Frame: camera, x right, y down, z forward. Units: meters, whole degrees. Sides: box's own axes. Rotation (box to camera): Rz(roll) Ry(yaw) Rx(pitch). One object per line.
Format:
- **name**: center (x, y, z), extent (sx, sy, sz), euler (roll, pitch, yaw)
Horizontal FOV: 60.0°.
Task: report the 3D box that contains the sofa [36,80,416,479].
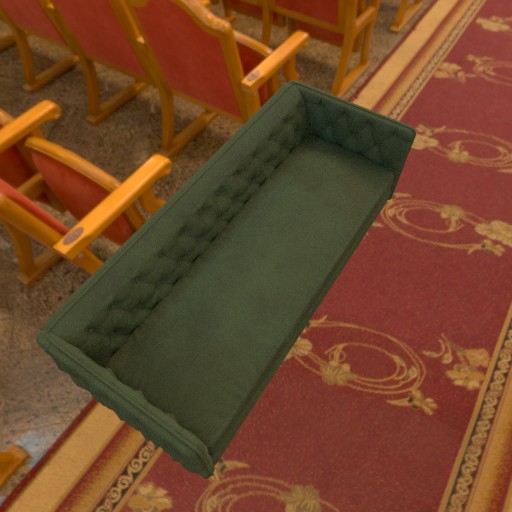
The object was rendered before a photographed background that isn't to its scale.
- **sofa**: center (0.000, 0.000, 2.562), extent (0.895, 0.771, 2.209), euler (29, 61, 18)
